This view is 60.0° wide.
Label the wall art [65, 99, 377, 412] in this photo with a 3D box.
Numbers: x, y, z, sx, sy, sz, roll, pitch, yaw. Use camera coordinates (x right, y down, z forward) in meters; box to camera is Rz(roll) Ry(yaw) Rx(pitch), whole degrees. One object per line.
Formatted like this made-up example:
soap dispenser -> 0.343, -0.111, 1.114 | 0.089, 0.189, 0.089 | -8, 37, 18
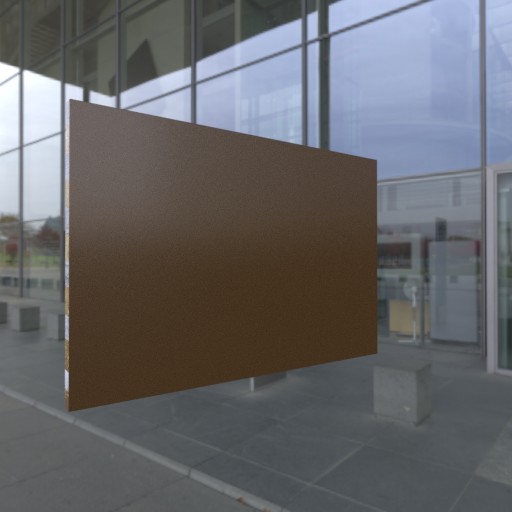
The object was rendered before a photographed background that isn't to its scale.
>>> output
wall art -> 0.000, 0.000, 1.426 | 1.145, 0.762, 0.041 | 0, -1, -36
